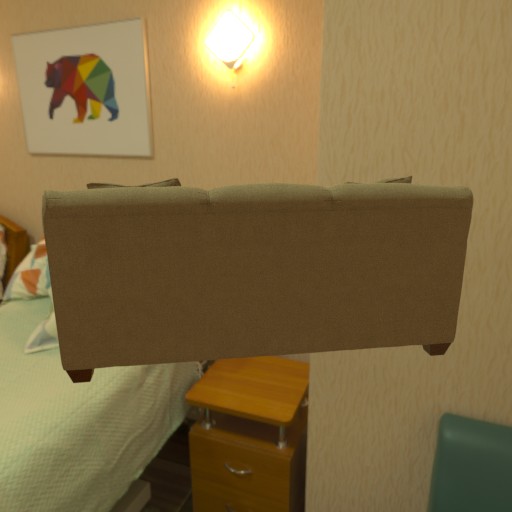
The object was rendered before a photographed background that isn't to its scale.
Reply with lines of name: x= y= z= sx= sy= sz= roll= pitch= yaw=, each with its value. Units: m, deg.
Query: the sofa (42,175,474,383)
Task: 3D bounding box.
sofa: x=0.000 y=0.000 z=2.580 sx=2.024 sy=0.958 sz=0.997 roll=-2 pitch=16 yaw=-8
